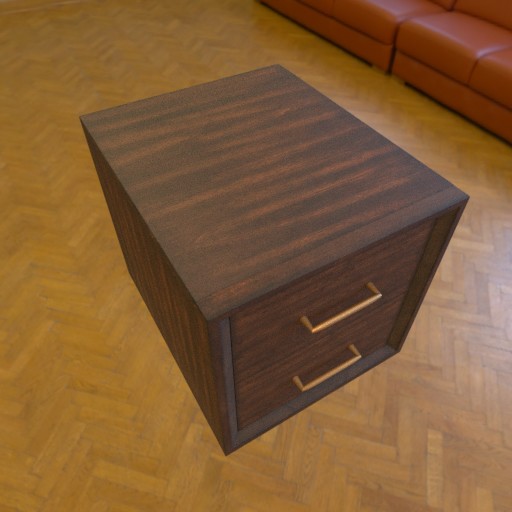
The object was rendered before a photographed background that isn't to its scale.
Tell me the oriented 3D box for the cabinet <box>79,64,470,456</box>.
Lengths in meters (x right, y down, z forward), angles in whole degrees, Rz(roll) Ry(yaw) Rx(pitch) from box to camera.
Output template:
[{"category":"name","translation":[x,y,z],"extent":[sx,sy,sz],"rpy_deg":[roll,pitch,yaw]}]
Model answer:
[{"category":"cabinet","translation":[0.000,0.000,0.840],"extent":[0.402,0.455,0.500],"rpy_deg":[-23,51,-20]}]
